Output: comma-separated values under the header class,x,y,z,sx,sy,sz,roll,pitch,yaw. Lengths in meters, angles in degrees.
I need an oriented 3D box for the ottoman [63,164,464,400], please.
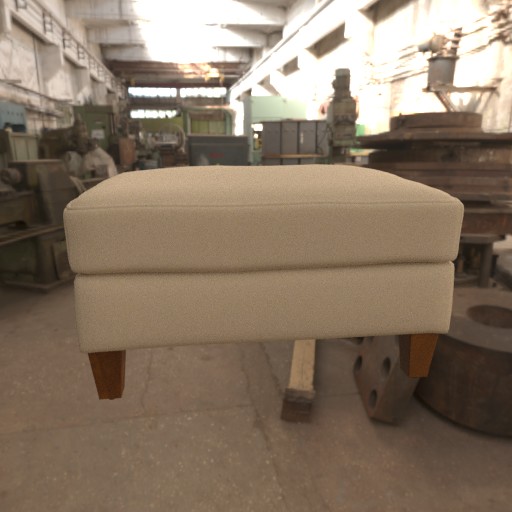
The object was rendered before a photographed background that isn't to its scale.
class,x,y,z,sx,sy,sz,roll,pitch,yaw
ottoman,0.000,0.000,1.205,0.818,0.485,0.634,-2,15,-7
